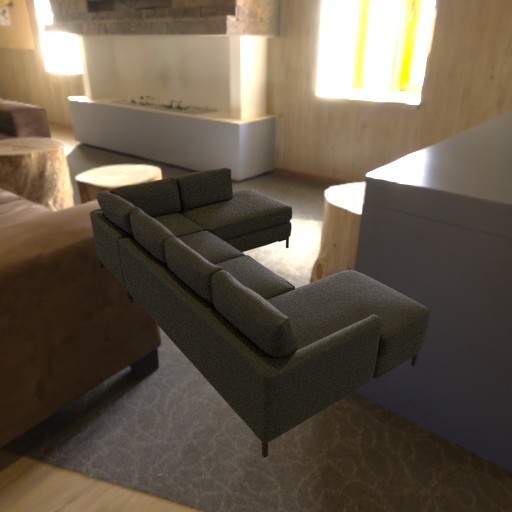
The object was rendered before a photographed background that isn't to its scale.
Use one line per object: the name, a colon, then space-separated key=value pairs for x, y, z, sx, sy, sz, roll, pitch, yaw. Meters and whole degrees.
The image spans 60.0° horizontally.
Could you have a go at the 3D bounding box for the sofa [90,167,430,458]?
sofa: x=0.000 y=0.000 z=3.896 sx=1.984 sy=0.858 sz=2.975 roll=-18 pitch=31 yaw=-32
